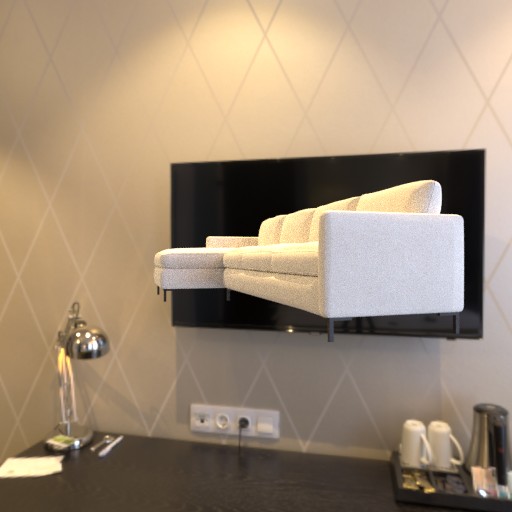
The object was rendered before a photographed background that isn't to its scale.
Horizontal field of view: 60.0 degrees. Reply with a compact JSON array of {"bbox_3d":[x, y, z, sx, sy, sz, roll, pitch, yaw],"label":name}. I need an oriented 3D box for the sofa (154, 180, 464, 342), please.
[{"bbox_3d":[0.000,0.000,3.733,1.467,0.875,3.186,0,0,-17],"label":"sofa"}]
